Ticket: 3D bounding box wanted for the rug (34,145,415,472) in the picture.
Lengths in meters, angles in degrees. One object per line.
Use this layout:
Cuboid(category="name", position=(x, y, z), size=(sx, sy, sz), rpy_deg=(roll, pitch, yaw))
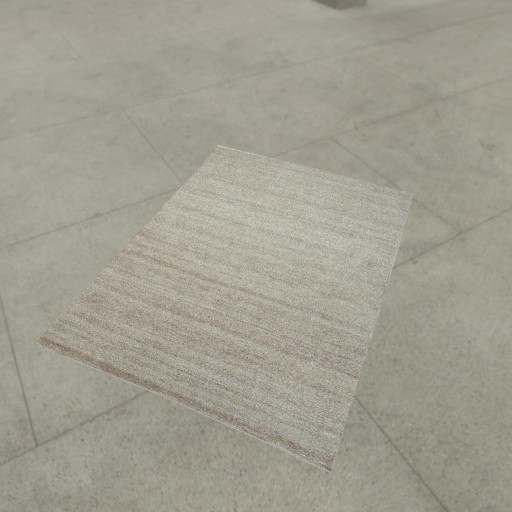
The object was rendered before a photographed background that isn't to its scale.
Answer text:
Cuboid(category="rug", position=(0.000, 0.000, 4.185), size=(2.434, 0.045, 3.202), rpy_deg=(17, 48, 16))
